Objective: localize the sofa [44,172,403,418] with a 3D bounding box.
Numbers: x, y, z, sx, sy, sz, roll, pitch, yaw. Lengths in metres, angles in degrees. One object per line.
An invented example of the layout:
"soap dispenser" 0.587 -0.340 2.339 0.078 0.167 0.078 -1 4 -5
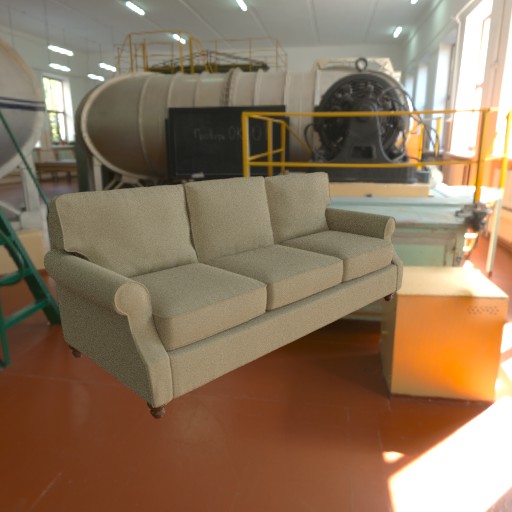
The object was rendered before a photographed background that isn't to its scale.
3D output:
"sofa" 0.000 0.000 2.824 0.966 0.948 2.354 14 20 43
